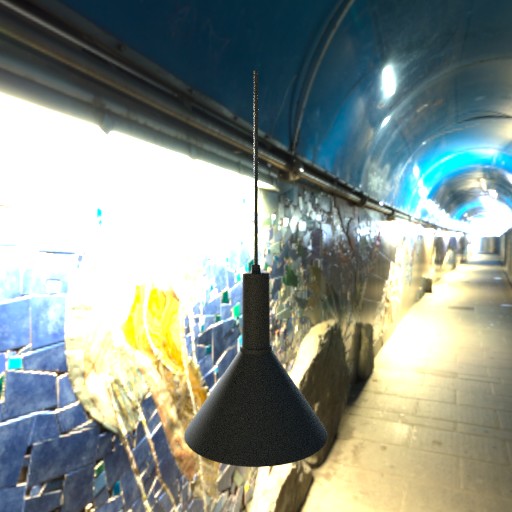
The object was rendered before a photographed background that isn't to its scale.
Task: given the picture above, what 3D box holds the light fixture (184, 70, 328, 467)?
[{"bbox_3d":[0.000,0.000,0.827,0.267,0.683,0.267,1,2,37],"label":"light fixture"}]
